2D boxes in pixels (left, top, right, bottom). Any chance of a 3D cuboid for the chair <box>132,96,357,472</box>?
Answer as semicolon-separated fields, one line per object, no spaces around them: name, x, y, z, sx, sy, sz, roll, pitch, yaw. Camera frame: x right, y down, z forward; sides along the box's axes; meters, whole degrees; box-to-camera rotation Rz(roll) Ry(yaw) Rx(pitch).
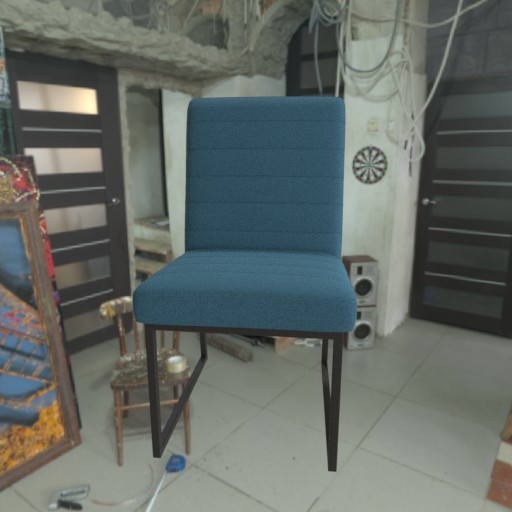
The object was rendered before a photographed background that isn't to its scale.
chair;0.000;0.000;1.286;0.520;0.930;0.634;2;14;6
